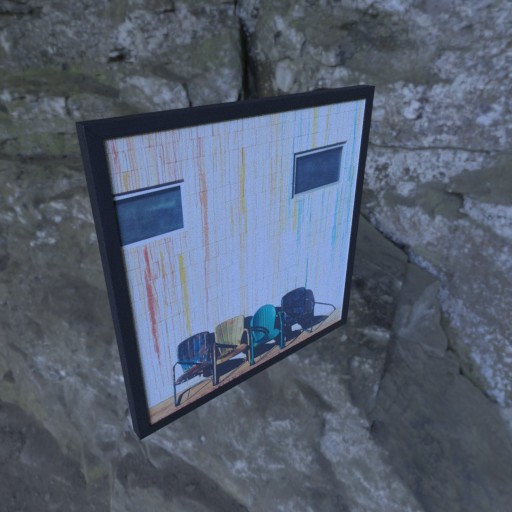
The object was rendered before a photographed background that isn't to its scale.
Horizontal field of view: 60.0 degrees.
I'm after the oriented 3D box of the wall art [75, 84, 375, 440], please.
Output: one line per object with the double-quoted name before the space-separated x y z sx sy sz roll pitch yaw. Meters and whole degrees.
"wall art" 0.000 0.000 1.136 0.763 0.763 0.039 -21 35 -33
